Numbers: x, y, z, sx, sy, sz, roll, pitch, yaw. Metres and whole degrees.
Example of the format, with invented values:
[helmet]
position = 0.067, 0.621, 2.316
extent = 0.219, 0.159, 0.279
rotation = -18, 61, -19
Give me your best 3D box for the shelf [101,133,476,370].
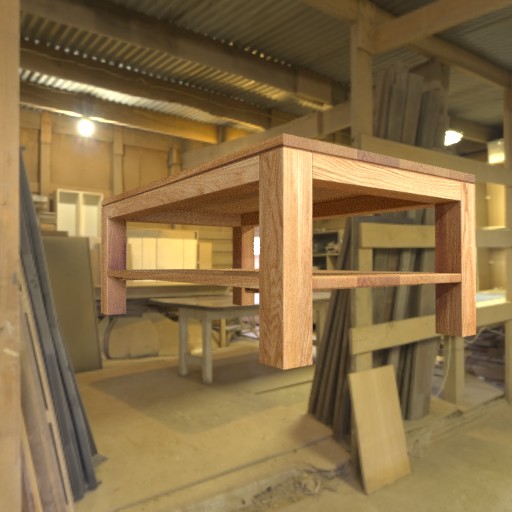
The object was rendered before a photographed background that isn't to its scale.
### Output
[shelf]
position = 0.000, 0.000, 1.512
extent = 0.700, 0.450, 1.150
rotation = 1, -1, -36
